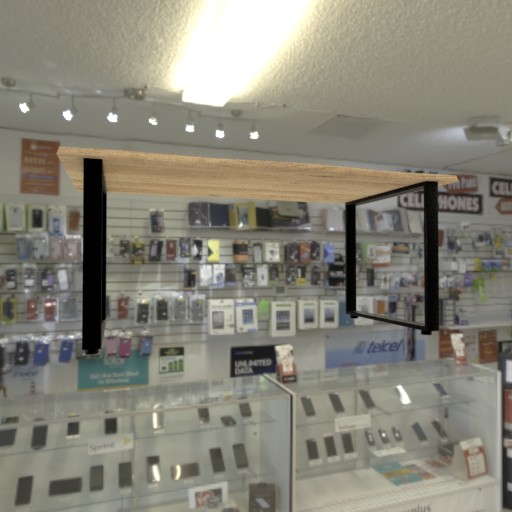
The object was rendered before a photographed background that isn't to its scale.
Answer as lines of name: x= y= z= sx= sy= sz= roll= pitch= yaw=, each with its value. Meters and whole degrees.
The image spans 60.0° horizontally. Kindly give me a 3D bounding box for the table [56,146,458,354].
table: x=0.000 y=0.000 z=2.294 sx=1.800 sy=0.780 sz=0.900 roll=0 pitch=-1 yaw=-17
